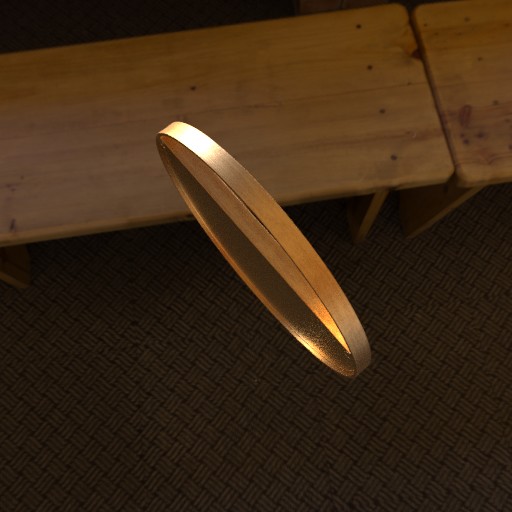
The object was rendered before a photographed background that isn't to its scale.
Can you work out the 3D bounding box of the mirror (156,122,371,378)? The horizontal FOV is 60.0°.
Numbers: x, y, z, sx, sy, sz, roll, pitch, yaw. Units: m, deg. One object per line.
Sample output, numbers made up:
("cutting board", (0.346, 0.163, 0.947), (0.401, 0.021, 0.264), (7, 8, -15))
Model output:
("mirror", (0.000, 0.000, 0.848), (0.032, 0.565, 0.565), (-39, 78, -10))
